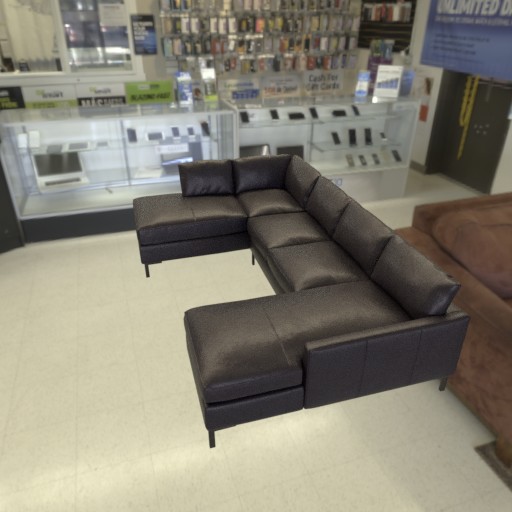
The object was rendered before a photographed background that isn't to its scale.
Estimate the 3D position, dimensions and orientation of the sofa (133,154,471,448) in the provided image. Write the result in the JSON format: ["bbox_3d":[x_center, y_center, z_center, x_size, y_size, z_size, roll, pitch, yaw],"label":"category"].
[{"bbox_3d":[0.000,0.000,3.831,1.939,0.900,2.956,-8,30,-14],"label":"sofa"}]
